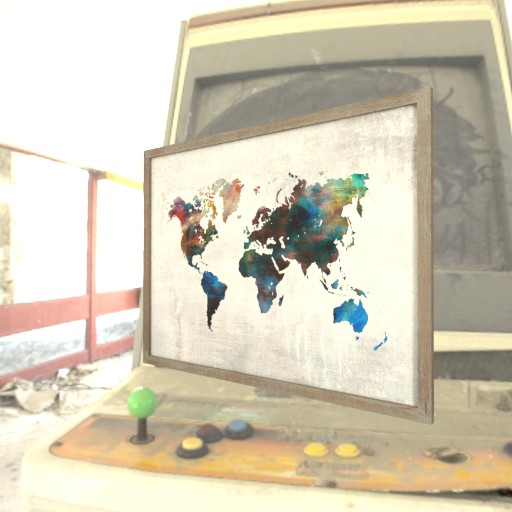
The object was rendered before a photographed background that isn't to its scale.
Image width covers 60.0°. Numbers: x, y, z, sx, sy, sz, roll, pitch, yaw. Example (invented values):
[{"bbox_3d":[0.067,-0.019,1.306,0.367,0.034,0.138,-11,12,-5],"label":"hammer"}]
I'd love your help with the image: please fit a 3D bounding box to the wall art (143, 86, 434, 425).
[{"bbox_3d":[0.000,0.000,1.323,1.012,0.774,0.019,0,-1,37],"label":"wall art"}]
